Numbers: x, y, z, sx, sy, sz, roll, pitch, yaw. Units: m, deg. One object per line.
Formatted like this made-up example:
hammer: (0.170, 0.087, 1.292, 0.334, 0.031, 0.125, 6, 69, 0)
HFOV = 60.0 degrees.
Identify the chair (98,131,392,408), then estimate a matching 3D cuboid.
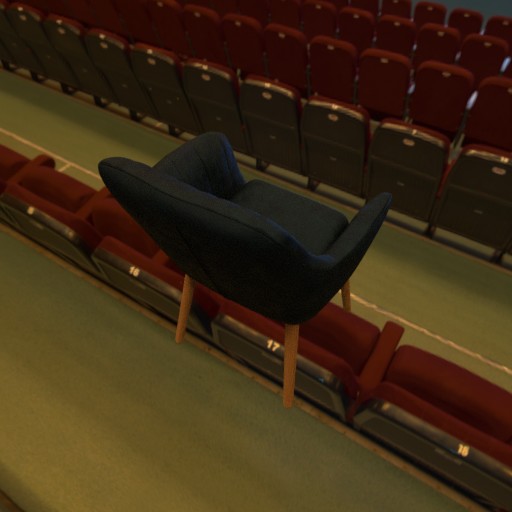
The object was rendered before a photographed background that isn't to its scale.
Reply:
chair: (0.000, 0.000, 1.239, 0.578, 0.826, 0.573, 25, 52, 21)
